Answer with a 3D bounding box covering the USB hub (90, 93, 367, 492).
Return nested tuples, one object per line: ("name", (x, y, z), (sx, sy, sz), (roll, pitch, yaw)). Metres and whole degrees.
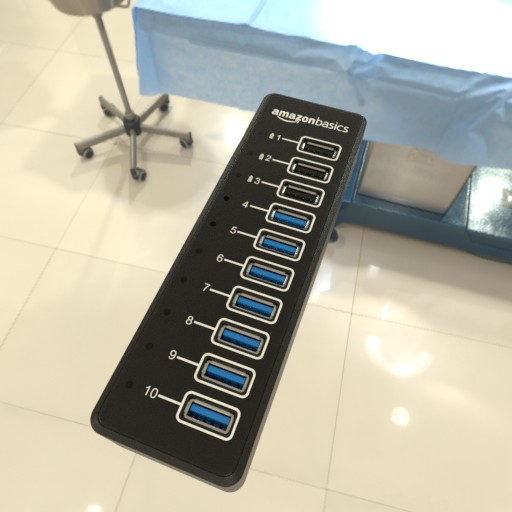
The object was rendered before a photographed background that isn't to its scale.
("USB hub", (0.000, 0.000, 0.159), (0.044, 0.023, 0.145), (18, 61, 11))
